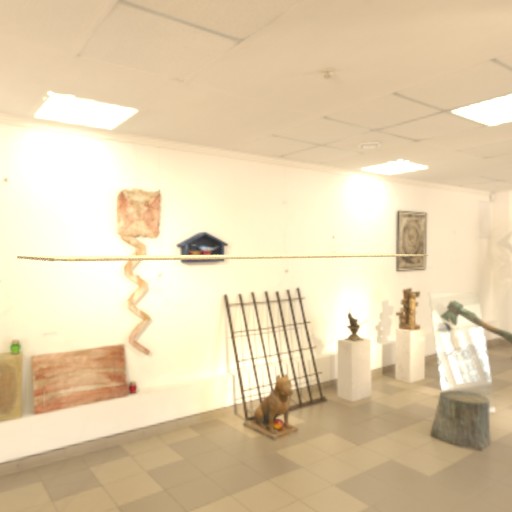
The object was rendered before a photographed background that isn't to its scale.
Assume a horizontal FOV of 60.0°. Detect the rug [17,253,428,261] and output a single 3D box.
[{"bbox_3d":[0.000,0.000,2.774,2.544,0.015,0.795,-1,1,-37],"label":"rug"}]
